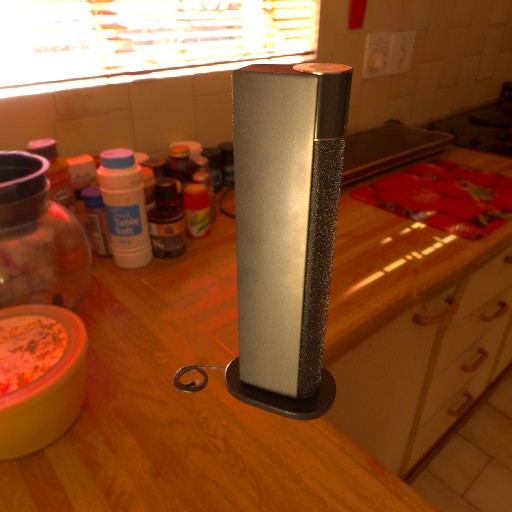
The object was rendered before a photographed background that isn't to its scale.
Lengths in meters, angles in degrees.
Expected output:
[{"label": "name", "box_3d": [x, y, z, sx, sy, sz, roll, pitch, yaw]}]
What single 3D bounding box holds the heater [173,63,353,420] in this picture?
[{"label": "heater", "box_3d": [0.000, 0.000, 1.069, 0.458, 0.856, 0.214, 10, 32, 16]}]
